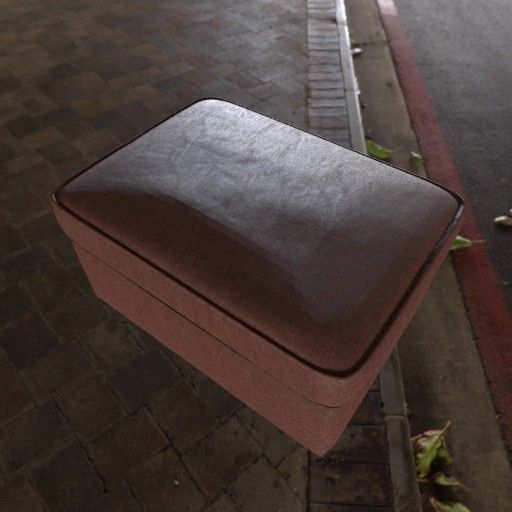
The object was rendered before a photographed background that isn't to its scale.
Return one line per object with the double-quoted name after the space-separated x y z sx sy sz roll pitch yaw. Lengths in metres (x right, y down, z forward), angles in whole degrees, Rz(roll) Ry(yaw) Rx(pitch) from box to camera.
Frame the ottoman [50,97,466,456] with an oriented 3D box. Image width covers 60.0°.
0.000 0.000 1.061 0.749 0.449 0.548 29 54 23 "ottoman"
